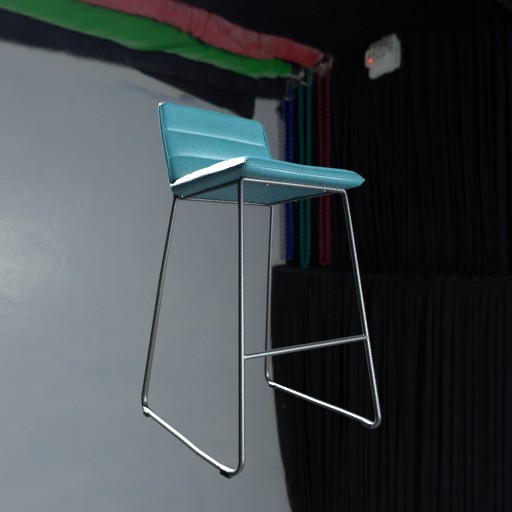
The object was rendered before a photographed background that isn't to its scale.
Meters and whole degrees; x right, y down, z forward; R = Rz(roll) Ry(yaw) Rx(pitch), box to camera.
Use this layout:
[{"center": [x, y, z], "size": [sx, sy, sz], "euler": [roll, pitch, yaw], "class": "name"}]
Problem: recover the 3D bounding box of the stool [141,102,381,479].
[{"center": [0.000, 0.000, 1.255], "size": [0.489, 0.936, 0.524], "euler": [0, 1, -35], "class": "stool"}]
